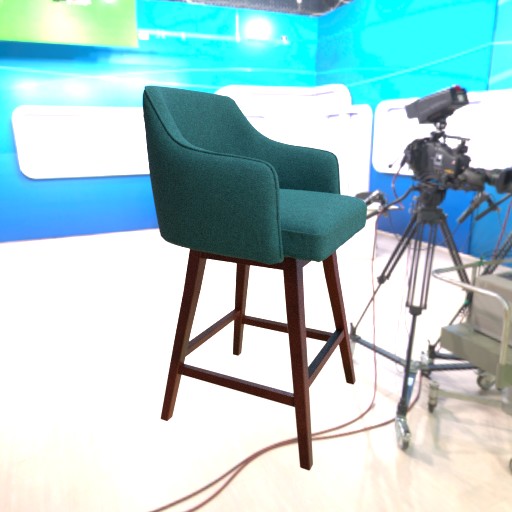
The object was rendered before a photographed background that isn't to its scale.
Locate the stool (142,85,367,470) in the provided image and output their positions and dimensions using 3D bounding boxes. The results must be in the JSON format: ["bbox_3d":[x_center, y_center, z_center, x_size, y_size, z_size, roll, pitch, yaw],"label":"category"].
[{"bbox_3d":[0.000,0.000,1.325,0.556,0.961,0.548,8,18,25],"label":"stool"}]
